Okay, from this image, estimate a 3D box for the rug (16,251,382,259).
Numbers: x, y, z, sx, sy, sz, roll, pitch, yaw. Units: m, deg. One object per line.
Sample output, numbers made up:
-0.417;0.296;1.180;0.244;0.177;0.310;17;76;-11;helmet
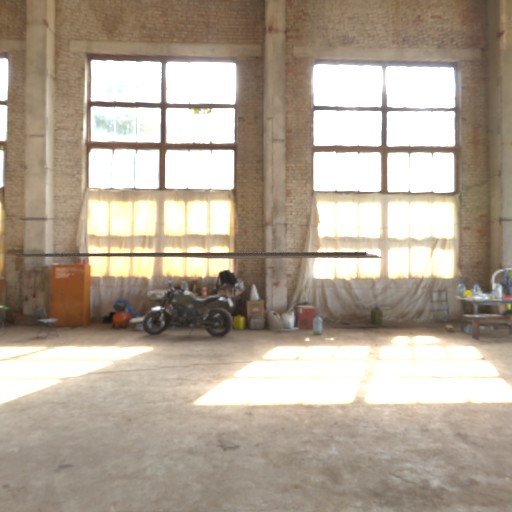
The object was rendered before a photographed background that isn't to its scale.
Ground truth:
0.000;0.000;2.192;1.162;0.022;1.804;0;-1;17;rug
